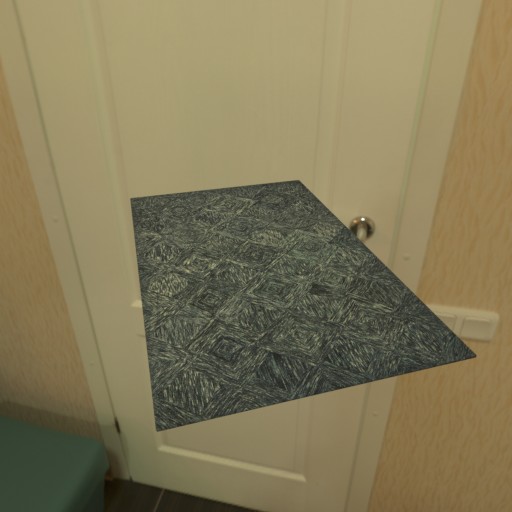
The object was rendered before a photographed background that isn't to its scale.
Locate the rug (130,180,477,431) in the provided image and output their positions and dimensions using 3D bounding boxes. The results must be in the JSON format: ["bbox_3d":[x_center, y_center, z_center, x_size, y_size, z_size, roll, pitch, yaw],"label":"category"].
[{"bbox_3d":[0.000,0.000,2.854,1.478,0.017,2.330,-8,32,-14],"label":"rug"}]
